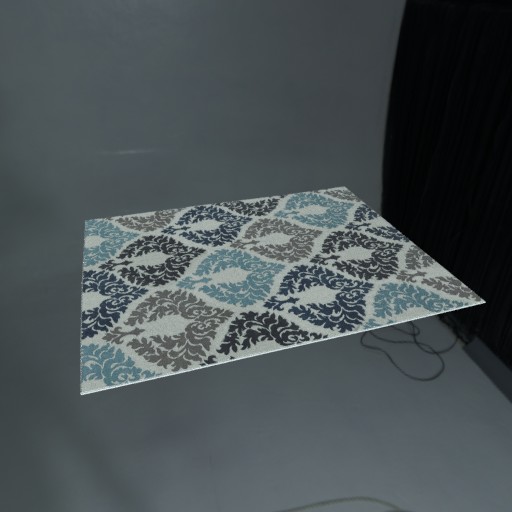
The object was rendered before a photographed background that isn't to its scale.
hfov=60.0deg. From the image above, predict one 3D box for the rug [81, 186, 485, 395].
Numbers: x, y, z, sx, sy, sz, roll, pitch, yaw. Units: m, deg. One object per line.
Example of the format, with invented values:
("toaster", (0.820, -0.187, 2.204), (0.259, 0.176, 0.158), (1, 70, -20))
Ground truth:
("rug", (0.000, 0.000, 4.078), (3.040, 0.014, 2.423), (-10, 33, -15))
